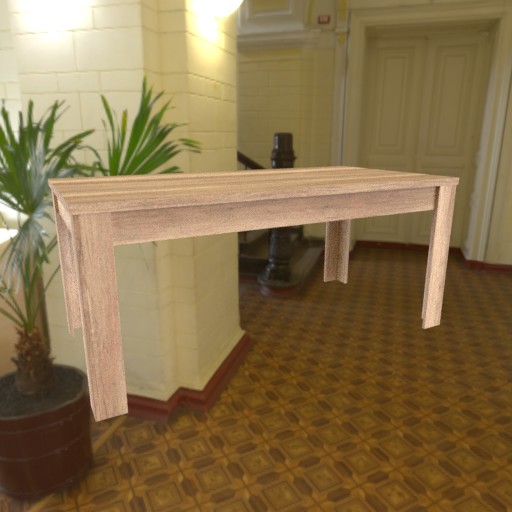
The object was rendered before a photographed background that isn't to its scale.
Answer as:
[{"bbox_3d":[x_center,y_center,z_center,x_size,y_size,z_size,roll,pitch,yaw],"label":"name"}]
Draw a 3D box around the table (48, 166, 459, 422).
[{"bbox_3d":[0.000,0.000,2.273,1.800,0.790,0.900,-8,18,-27],"label":"table"}]
